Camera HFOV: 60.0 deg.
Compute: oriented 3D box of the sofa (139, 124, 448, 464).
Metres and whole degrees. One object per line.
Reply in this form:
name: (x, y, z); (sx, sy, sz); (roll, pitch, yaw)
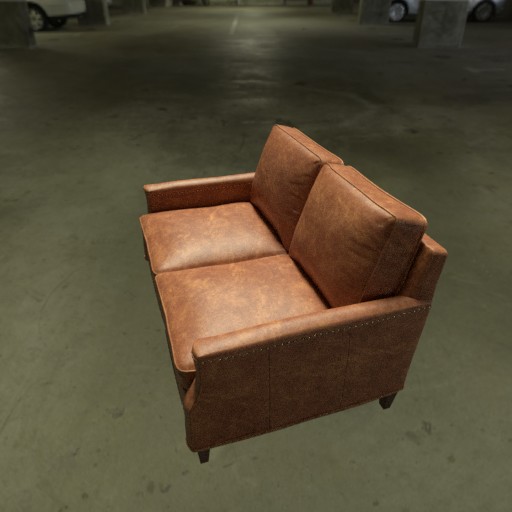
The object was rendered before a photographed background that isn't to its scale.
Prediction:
sofa: (0.000, 0.000, 2.340); (1.084, 1.003, 1.597); (-10, 33, -16)
